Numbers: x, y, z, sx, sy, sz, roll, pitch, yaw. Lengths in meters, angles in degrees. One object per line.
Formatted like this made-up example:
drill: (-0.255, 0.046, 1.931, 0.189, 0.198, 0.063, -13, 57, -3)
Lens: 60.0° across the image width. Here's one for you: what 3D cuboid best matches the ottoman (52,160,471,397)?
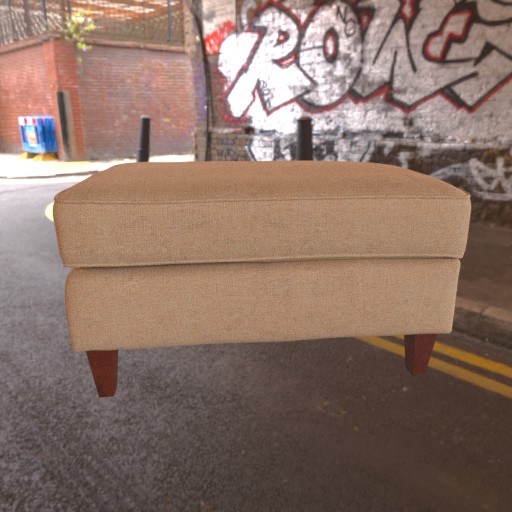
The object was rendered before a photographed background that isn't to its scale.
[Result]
ottoman: (0.000, 0.000, 1.186, 0.862, 0.484, 0.583, -2, 17, -7)
